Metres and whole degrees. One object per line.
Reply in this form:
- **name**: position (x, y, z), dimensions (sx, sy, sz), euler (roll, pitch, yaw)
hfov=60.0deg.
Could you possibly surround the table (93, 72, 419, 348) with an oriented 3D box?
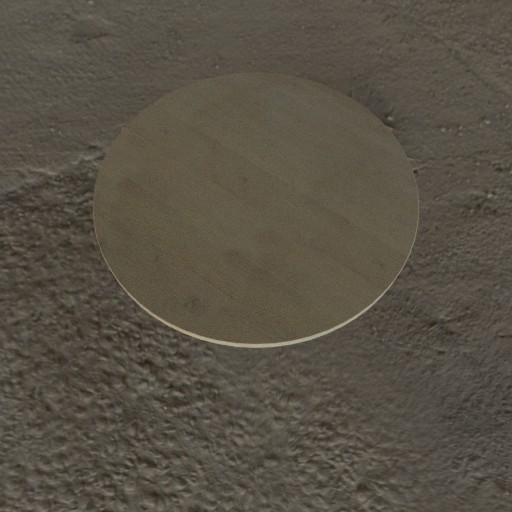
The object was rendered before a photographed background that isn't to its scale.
- **table**: position (0.000, 0.000, 1.449), dimensions (0.800, 0.780, 0.800), euler (0, 64, 0)
